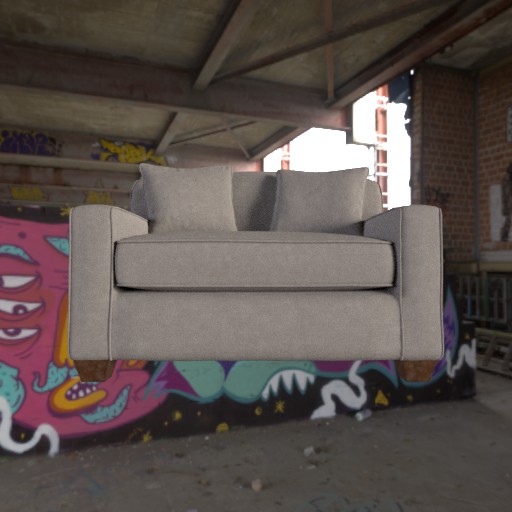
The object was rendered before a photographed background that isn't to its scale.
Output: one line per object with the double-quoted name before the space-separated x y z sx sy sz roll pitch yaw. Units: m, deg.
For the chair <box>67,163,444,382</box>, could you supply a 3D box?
"chair" 0.000 0.000 2.074 1.395 0.953 0.992 0 -2 0
